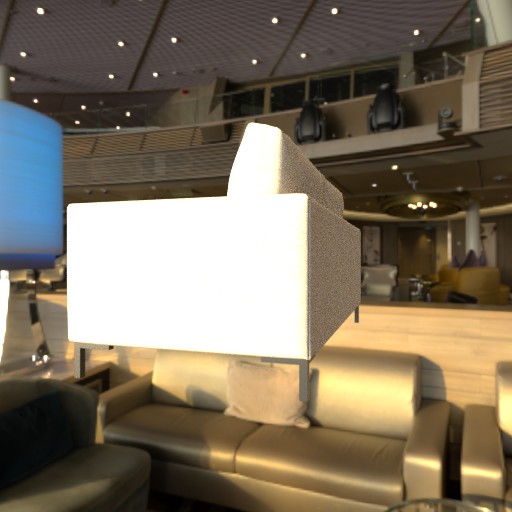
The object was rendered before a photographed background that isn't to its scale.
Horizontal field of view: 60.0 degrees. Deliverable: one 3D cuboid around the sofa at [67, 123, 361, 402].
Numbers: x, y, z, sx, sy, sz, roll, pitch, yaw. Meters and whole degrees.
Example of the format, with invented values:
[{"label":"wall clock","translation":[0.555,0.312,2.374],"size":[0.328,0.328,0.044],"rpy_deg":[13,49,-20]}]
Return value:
[{"label":"sofa","translation":[0.000,0.000,2.103],"size":[0.839,0.812,1.651],"rpy_deg":[0,0,18]}]
